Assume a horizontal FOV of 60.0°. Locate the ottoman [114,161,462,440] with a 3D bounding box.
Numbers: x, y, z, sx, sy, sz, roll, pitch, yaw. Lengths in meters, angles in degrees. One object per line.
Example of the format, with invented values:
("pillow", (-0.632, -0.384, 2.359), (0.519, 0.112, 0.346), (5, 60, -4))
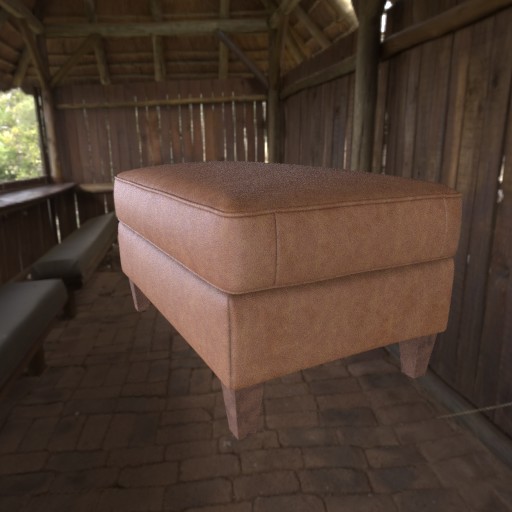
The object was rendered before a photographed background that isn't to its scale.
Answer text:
("ottoman", (0.000, 0.000, 1.191), (0.584, 0.483, 0.864), (-8, 17, -28))
